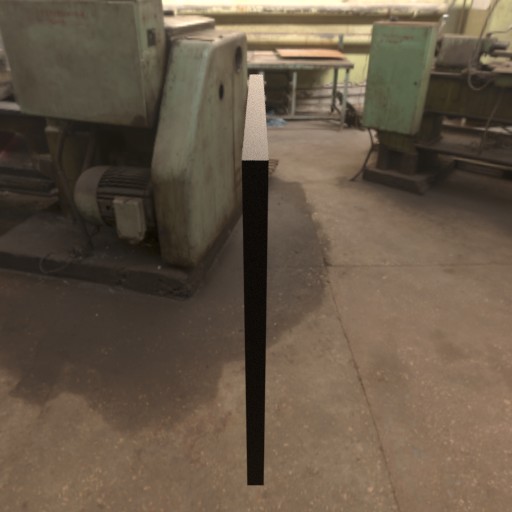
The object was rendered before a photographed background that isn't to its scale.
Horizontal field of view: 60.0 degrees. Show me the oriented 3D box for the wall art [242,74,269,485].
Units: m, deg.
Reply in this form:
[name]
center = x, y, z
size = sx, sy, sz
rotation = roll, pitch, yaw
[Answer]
[wall art]
center = 0.000, 0.000, 1.141
size = 0.038, 0.762, 0.762
rotation = 0, 31, 0
